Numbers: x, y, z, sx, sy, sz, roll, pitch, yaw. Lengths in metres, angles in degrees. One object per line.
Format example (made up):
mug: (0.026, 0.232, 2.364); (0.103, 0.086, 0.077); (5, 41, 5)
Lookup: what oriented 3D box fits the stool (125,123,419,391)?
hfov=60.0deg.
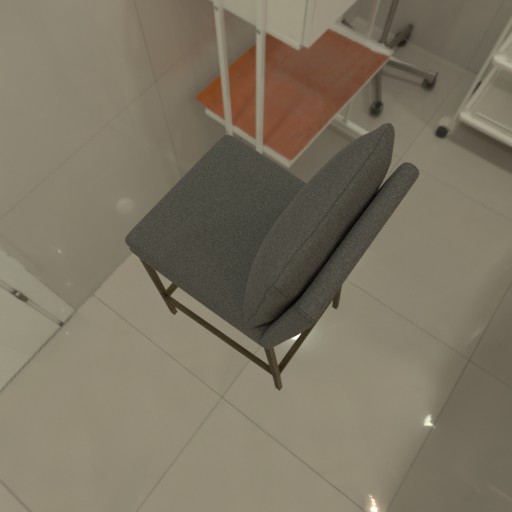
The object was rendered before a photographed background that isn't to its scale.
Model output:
stool: (0.000, 0.000, 1.344); (0.569, 1.030, 0.463); (34, 70, 14)
